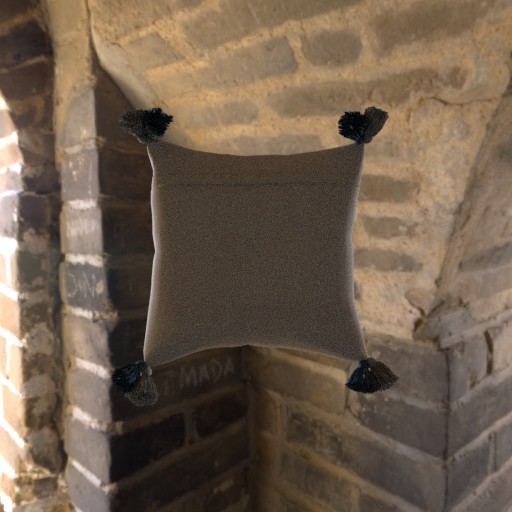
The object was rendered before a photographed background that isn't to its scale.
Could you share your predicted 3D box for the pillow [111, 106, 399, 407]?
[{"bbox_3d":[0.000,0.000,0.953,0.614,0.634,0.138,0,1,0],"label":"pillow"}]
